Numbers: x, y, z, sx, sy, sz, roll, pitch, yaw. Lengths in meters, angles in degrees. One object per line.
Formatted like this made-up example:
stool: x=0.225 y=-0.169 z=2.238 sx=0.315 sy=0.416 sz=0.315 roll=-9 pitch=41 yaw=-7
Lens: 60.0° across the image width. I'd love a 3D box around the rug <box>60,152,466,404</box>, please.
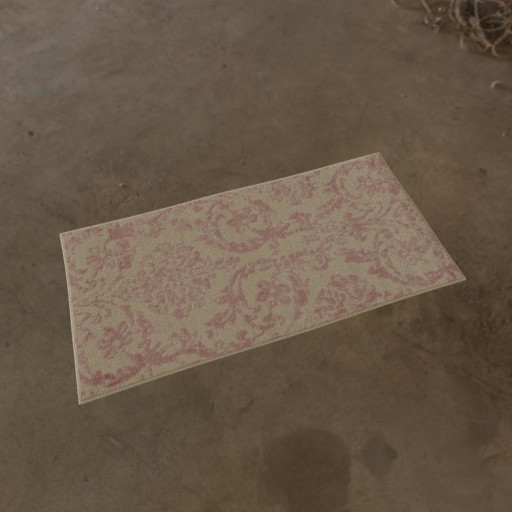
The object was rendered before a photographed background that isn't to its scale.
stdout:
rug: x=0.000 y=0.000 z=1.466 sx=1.219 sy=0.007 sz=0.604 roll=-16 pitch=58 yaw=-10
